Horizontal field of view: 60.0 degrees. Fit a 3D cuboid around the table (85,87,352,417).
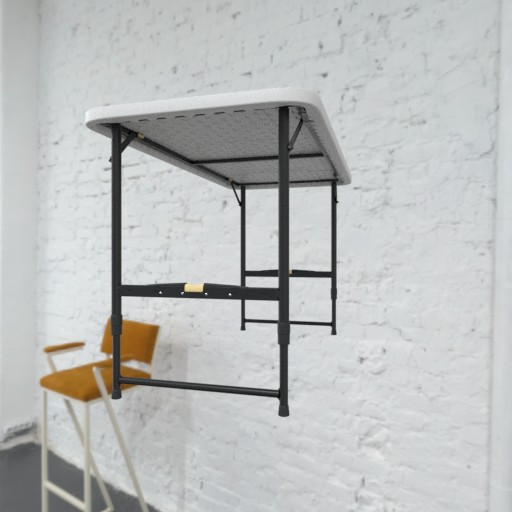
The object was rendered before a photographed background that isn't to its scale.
[{"bbox_3d":[0.000,0.000,1.609,0.610,0.737,1.219,0,0,16],"label":"table"}]
